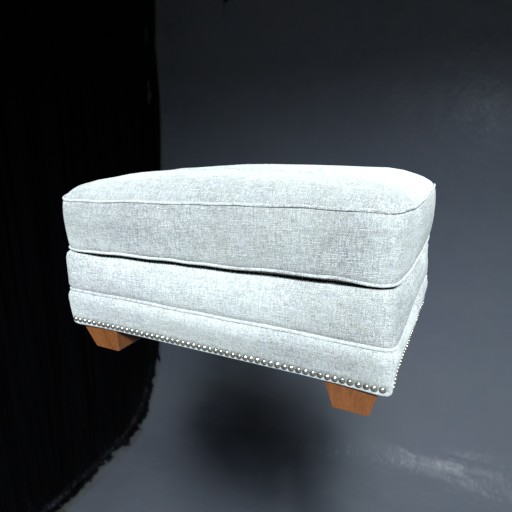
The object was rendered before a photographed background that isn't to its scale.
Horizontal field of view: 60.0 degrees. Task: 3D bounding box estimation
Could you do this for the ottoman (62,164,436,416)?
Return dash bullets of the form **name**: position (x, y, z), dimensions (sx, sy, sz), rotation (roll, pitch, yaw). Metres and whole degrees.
- **ottoman**: position (0.000, 0.000, 1.144), dimensions (0.813, 0.457, 0.561), rotation (7, 16, 25)
